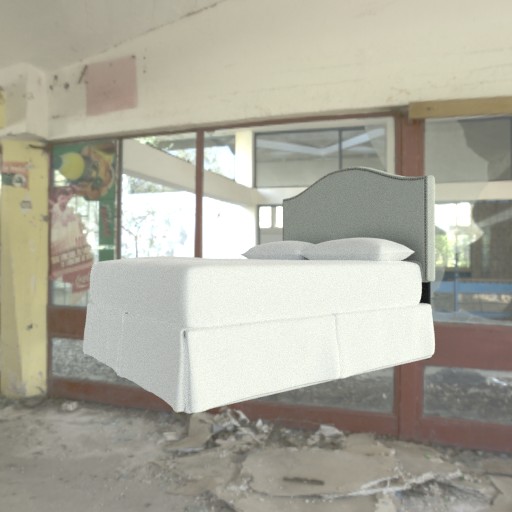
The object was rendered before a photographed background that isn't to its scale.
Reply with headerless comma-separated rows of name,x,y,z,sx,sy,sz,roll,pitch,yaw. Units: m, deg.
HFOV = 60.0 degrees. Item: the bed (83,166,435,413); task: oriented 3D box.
bed,0.000,0.000,3.464,2.180,1.607,1.813,0,0,-36
